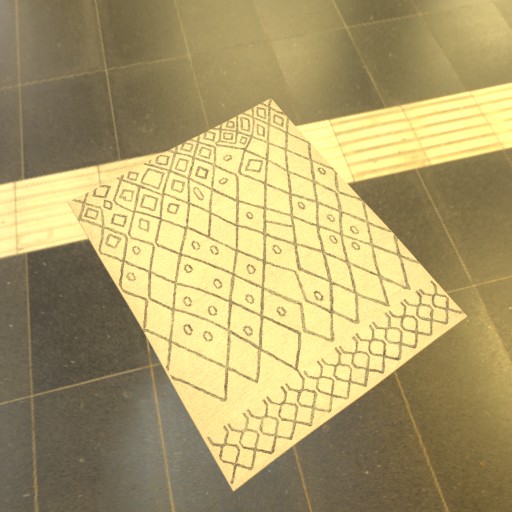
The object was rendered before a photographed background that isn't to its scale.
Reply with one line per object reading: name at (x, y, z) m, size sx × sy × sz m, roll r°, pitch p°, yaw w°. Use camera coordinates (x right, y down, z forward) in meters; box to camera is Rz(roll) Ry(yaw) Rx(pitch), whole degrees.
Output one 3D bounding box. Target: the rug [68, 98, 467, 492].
rug at (0.000, 0.000, 4.134) m, size 2.446 × 0.015 × 3.046 m, roll -31°, pitch 69°, yaw -14°
